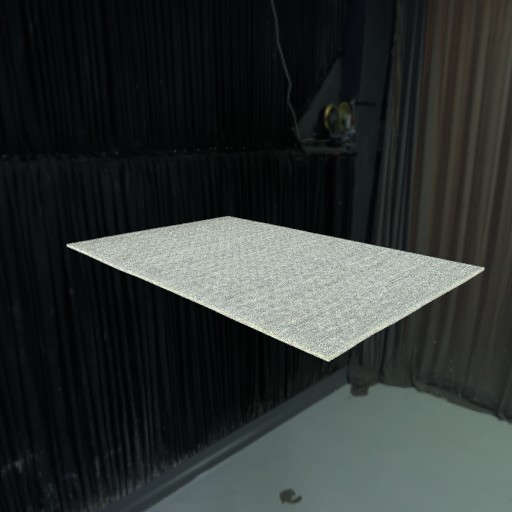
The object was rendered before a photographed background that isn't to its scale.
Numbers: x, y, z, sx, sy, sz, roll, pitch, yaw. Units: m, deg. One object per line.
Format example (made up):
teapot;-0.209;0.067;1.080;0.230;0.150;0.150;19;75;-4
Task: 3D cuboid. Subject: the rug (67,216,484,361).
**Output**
rug;0.000;0.000;2.883;1.532;0.018;2.297;-15;22;-43
